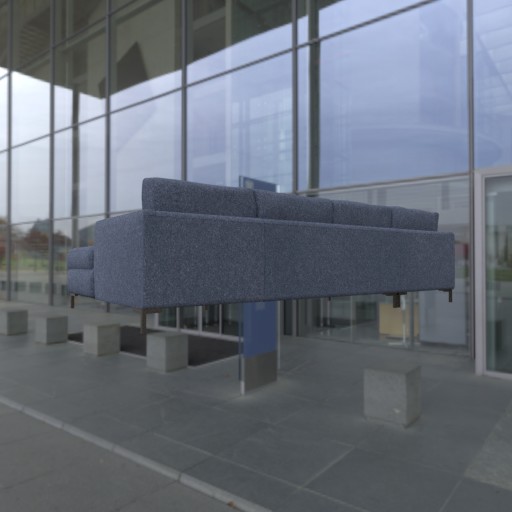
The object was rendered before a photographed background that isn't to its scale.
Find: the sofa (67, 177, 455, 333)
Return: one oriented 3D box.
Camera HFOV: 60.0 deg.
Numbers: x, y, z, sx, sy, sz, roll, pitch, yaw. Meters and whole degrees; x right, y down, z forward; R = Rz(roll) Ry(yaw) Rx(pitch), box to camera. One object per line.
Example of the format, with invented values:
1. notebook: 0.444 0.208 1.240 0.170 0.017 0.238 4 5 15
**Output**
1. sofa: 0.000 0.000 3.841 2.956 0.813 2.007 1 -1 -37
